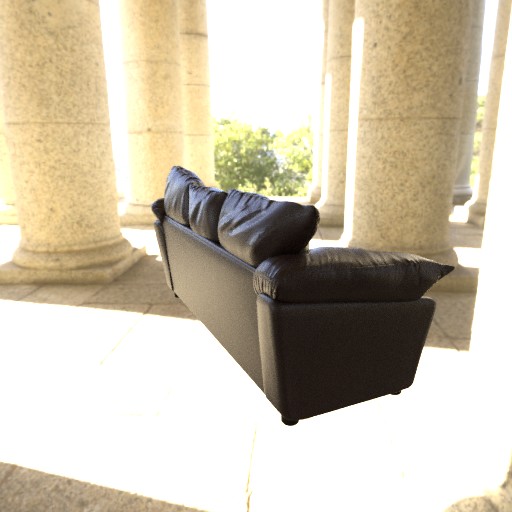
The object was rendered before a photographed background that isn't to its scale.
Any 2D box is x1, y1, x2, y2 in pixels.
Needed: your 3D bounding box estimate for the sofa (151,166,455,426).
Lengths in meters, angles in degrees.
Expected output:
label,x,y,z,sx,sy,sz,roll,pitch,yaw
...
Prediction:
label,x,y,z,sx,sy,sz,roll,pitch,yaw
sofa,0.000,0.000,2.900,0.907,1.091,2.390,-6,15,-24
